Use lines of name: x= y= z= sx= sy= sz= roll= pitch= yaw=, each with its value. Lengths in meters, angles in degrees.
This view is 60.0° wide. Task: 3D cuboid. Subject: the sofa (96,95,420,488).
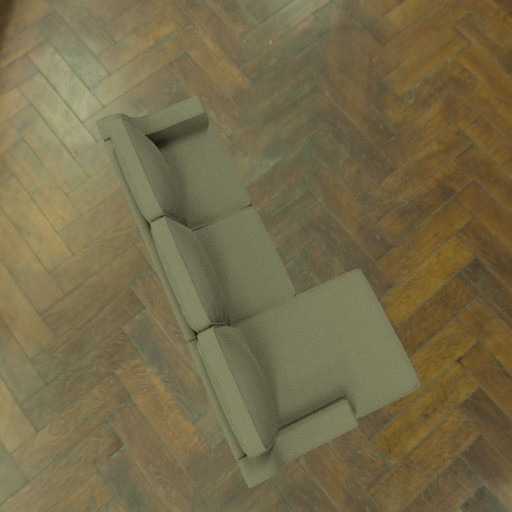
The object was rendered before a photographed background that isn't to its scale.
sofa: x=0.000 y=0.000 z=3.123 sx=1.294 sy=0.928 sz=2.561 roll=-24 pitch=77 yaw=-6
